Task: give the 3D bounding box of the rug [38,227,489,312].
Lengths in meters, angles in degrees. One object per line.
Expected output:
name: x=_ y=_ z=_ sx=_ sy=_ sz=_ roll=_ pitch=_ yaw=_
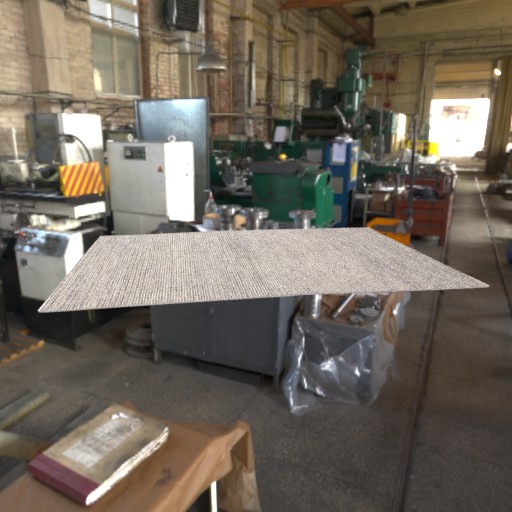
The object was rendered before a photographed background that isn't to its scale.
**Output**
rug: x=0.000 y=0.000 z=2.985 sx=2.307 sy=0.030 sz=1.604 roll=-2 pitch=15 yaw=-9
